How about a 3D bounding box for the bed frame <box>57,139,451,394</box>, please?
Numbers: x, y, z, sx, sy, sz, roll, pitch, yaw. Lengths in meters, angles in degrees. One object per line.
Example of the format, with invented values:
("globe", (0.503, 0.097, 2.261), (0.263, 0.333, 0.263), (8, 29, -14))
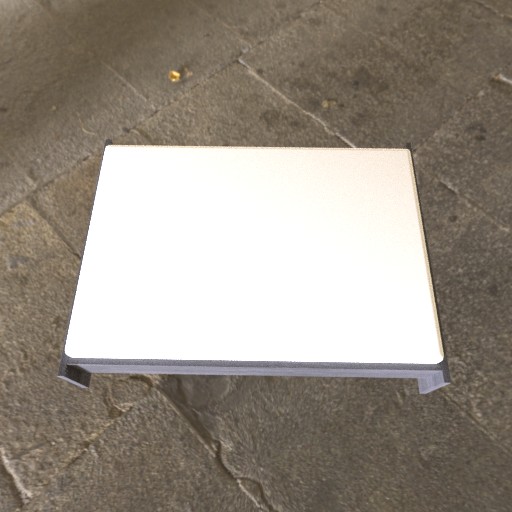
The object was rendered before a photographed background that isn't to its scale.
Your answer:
("bed frame", (0.000, 0.000, 2.641), (1.950, 0.432, 1.490), (1, 65, 0))
